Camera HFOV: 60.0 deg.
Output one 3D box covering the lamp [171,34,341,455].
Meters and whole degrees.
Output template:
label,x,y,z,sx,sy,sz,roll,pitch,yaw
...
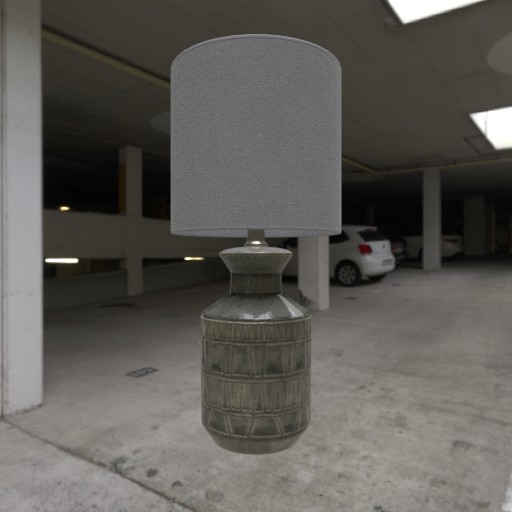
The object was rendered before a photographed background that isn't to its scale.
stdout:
label,x,y,z,sx,sy,sz,roll,pitch,yaw
lamp,0.000,0.000,0.559,0.211,0.455,0.211,0,0,36
